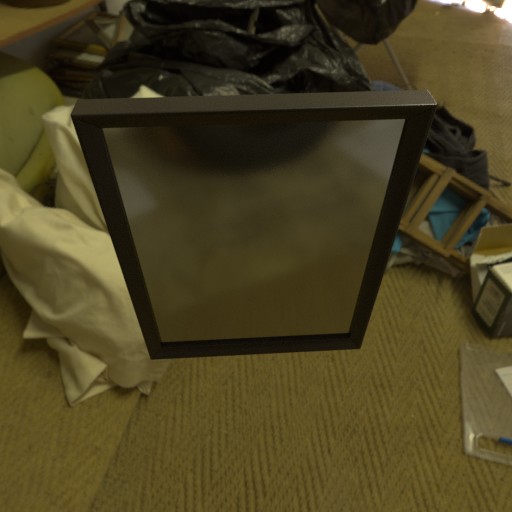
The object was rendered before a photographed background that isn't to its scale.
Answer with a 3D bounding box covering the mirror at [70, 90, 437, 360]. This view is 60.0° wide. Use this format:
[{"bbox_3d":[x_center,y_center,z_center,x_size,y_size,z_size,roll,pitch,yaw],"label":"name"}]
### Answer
[{"bbox_3d":[0.000,0.000,0.686,0.406,0.509,0.041,-2,46,-2],"label":"mirror"}]
